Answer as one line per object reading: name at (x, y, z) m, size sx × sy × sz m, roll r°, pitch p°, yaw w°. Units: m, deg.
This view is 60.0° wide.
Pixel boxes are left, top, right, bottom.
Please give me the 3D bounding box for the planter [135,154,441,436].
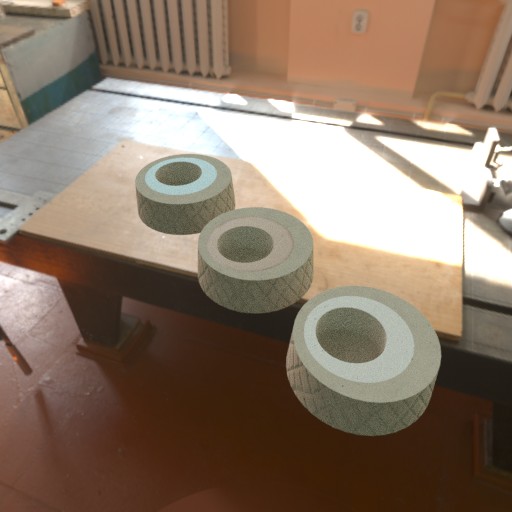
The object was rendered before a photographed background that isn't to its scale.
planter at (0.000, 0.000, 0.424) m, size 0.114 × 0.038 × 0.390 m, roll -25°, pitch 47°, yaw -26°
